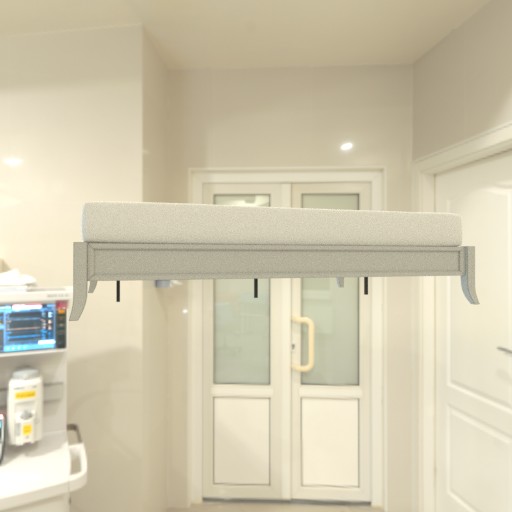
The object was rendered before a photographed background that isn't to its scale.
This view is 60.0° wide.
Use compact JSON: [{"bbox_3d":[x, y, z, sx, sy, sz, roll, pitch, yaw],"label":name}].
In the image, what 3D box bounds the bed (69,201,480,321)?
[{"bbox_3d":[0.000,0.000,2.703,1.985,0.510,1.460,0,0,-18],"label":"bed"}]
